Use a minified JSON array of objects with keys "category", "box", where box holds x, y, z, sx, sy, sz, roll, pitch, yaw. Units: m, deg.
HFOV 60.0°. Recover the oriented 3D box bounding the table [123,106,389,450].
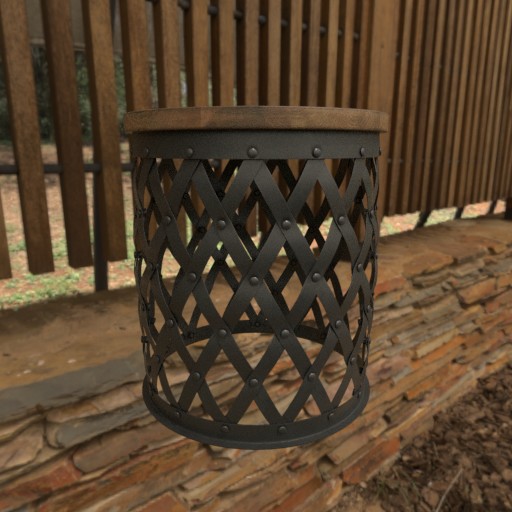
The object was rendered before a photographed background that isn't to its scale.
[{"category":"table","box":[0.000,0.000,0.757,0.405,0.454,0.405,0,14,0]}]
